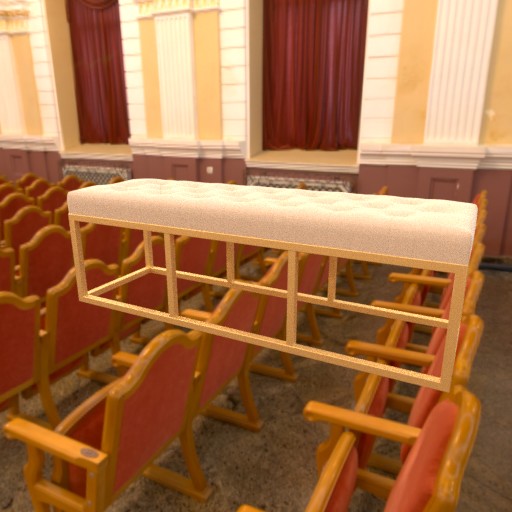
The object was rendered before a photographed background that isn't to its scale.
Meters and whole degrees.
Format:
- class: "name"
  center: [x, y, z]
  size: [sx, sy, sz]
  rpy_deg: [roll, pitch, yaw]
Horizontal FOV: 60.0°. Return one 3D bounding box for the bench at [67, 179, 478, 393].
- class: "bench"
  center: [0.000, 0.000, 1.701]
  size: [1.473, 0.484, 0.457]
  rpy_deg: [9, 19, 26]
